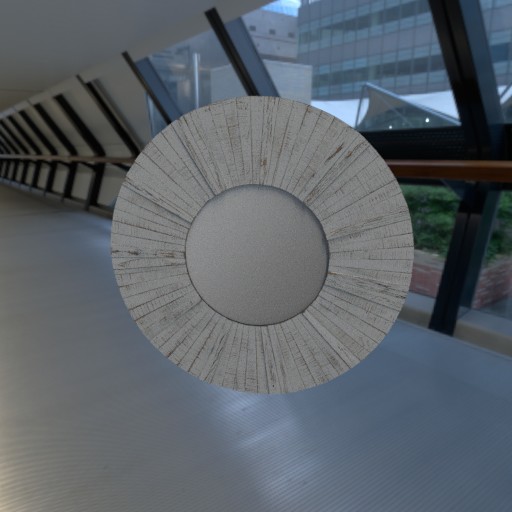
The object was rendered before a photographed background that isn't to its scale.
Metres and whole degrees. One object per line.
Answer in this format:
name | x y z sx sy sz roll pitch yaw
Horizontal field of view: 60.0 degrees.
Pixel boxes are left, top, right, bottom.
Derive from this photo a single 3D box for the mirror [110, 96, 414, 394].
mirror | 0.000 0.000 1.345 0.914 0.914 0.038 2 14 8
